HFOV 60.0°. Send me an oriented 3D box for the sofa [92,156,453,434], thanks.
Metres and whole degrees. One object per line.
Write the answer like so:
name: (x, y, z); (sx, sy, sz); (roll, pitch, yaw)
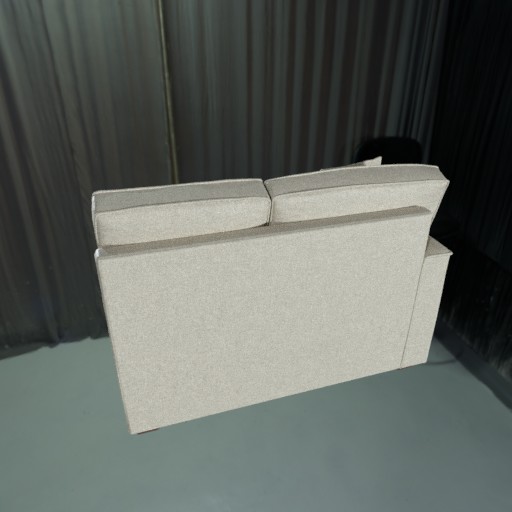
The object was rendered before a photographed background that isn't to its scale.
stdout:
sofa: (0.000, 0.000, 2.087); (1.388, 0.989, 0.991); (-9, 29, -16)
